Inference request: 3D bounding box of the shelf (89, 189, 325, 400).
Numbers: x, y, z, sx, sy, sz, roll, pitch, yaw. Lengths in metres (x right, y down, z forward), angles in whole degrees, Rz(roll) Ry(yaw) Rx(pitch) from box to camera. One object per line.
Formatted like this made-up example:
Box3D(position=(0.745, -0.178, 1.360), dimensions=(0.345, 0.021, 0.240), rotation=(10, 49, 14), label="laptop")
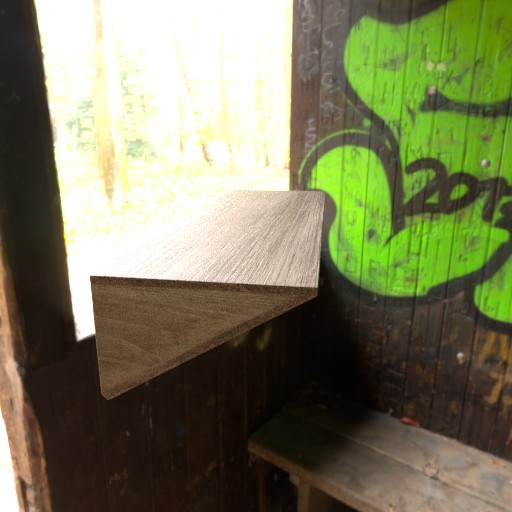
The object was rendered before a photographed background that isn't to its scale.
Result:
Box3D(position=(0.000, 0.000, 0.681), dimensions=(0.200, 0.125, 0.610), rotation=(2, 16, 9), label="shelf")
